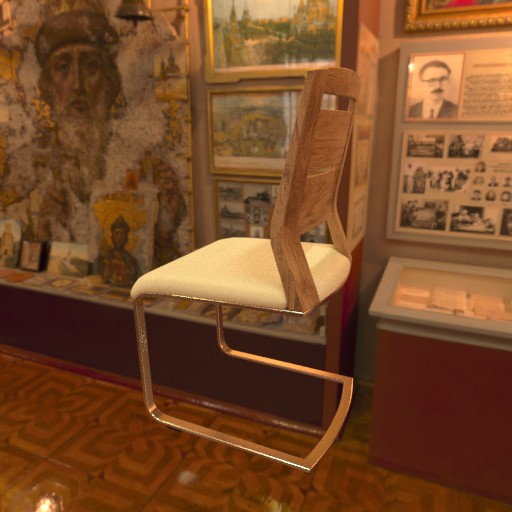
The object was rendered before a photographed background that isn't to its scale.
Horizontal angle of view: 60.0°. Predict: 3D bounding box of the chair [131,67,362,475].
[{"bbox_3d":[0.000,0.000,1.256,0.561,0.955,0.457,8,18,24],"label":"chair"}]
